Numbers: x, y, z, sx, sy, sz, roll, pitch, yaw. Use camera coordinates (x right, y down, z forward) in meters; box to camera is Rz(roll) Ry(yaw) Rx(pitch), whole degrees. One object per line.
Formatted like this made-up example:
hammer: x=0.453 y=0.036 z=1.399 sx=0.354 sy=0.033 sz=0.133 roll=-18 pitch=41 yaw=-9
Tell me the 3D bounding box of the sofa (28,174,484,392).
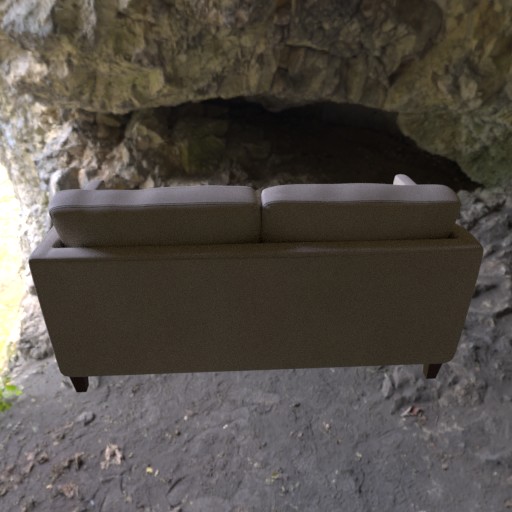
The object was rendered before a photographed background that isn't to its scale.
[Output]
sofa: x=0.000 y=0.000 z=2.275 sx=1.846 sy=0.940 sz=0.950 roll=-1 pitch=29 yaw=-3
